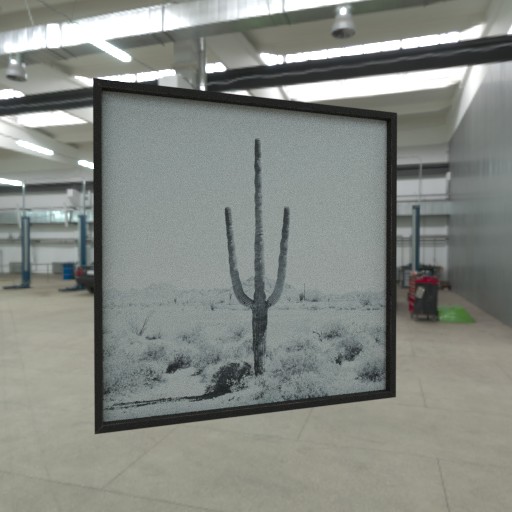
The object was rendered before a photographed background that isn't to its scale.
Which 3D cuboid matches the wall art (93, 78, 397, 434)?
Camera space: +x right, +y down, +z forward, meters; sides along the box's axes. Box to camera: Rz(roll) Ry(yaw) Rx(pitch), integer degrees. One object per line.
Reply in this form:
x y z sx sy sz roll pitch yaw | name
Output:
0.000 0.000 0.445 0.305 0.305 0.038 0 1 -18 | wall art
